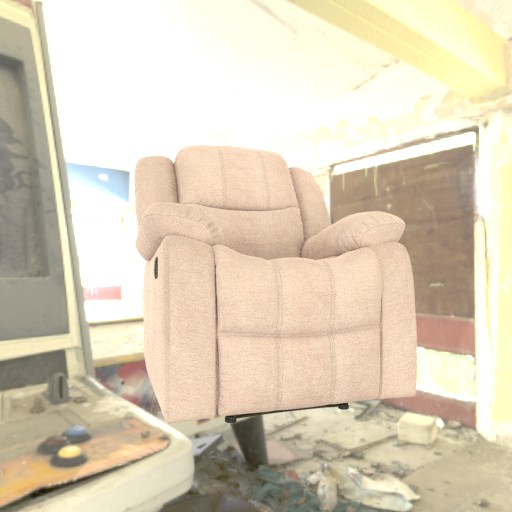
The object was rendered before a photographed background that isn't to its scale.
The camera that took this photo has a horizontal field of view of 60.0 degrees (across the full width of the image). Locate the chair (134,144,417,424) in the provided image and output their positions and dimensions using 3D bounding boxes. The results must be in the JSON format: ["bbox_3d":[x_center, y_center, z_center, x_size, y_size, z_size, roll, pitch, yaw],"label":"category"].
[{"bbox_3d":[0.000,0.000,1.713,0.899,1.008,0.944,0,-1,-19],"label":"chair"}]
